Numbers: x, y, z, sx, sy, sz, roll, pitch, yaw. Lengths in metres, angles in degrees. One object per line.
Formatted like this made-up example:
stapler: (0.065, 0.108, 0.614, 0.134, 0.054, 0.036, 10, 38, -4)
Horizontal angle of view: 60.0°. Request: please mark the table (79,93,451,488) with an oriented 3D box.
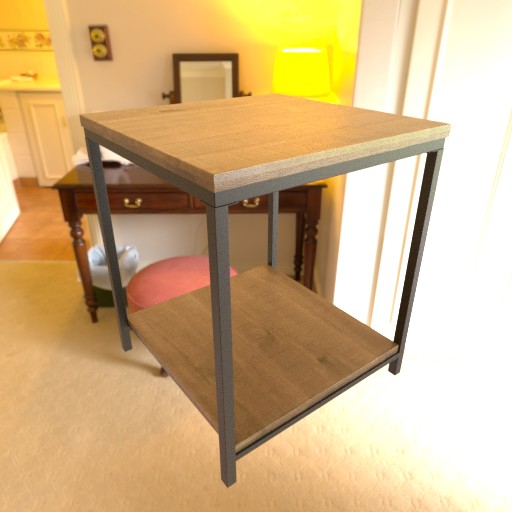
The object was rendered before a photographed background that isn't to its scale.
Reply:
table: (0.000, 0.000, 0.980, 0.507, 0.589, 0.503, -19, 33, -32)
